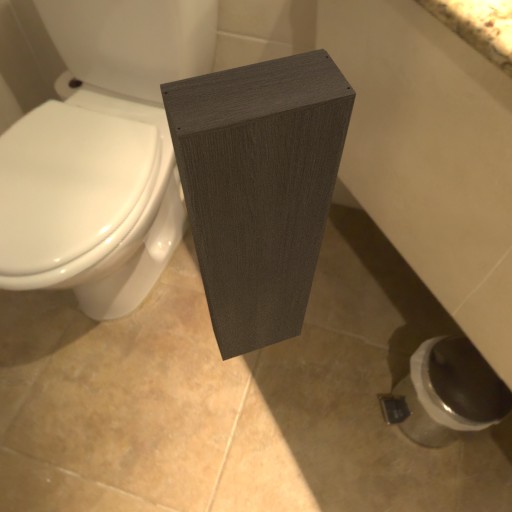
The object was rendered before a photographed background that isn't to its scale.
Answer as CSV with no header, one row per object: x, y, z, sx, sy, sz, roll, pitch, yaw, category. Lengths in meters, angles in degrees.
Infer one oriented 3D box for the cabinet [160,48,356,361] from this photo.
0.000,0.000,1.988,0.500,1.790,0.230,-17,60,-10,cabinet
